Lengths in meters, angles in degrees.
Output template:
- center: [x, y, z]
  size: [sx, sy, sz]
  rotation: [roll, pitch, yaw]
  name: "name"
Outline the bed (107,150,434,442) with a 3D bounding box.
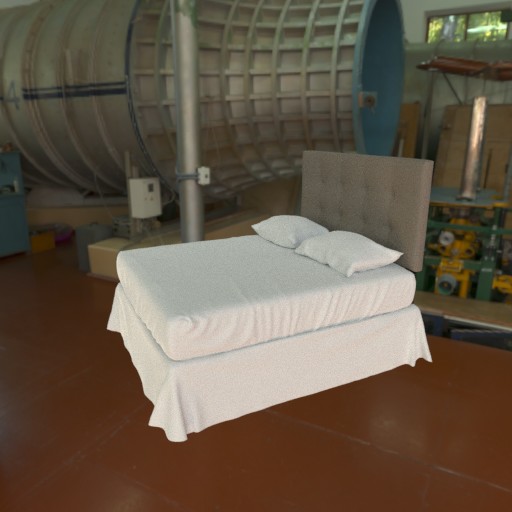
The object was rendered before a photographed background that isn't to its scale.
- center: [0.000, 0.000, 3.627]
  size: [2.222, 1.577, 1.936]
  rotation: [-8, 18, -26]
  name: "bed"
